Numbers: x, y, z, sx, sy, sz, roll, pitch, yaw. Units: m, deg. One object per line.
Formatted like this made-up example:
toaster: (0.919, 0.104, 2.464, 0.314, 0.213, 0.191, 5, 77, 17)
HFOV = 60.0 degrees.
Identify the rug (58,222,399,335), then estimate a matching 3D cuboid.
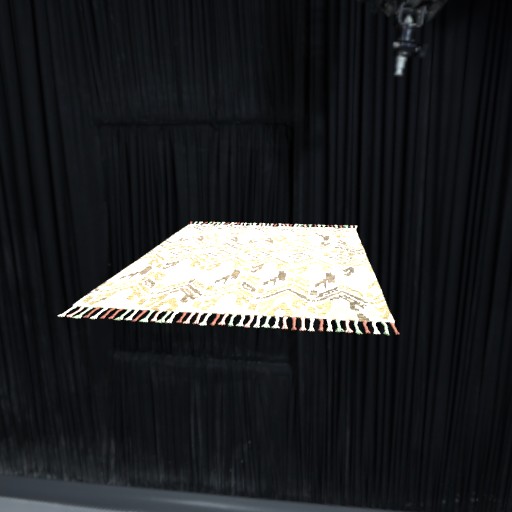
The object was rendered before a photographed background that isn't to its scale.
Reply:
rug: (0.000, 0.000, 2.370, 1.219, 0.008, 1.829, 2, 15, 7)
